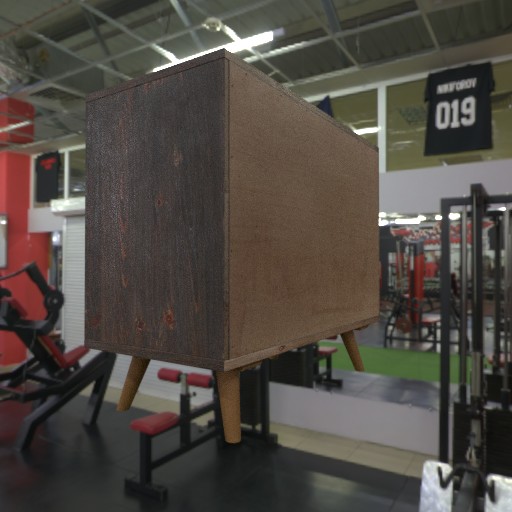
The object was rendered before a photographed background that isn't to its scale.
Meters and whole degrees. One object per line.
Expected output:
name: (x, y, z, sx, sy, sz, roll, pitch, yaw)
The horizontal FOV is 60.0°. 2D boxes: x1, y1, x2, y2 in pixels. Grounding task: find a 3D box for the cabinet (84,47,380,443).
cabinet: (0.000, 0.000, 1.533, 0.529, 0.897, 1.023, -1, -1, 34)
